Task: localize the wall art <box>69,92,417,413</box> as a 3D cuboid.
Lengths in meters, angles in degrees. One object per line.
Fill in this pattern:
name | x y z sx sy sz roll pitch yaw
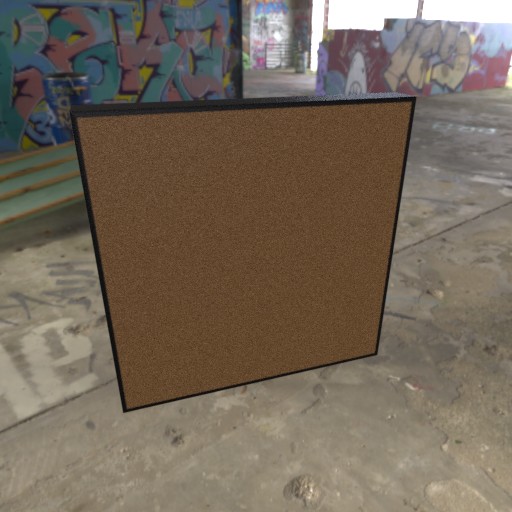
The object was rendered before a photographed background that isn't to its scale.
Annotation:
wall art | 0.000 0.000 0.454 0.304 0.303 0.037 -8 27 -16
